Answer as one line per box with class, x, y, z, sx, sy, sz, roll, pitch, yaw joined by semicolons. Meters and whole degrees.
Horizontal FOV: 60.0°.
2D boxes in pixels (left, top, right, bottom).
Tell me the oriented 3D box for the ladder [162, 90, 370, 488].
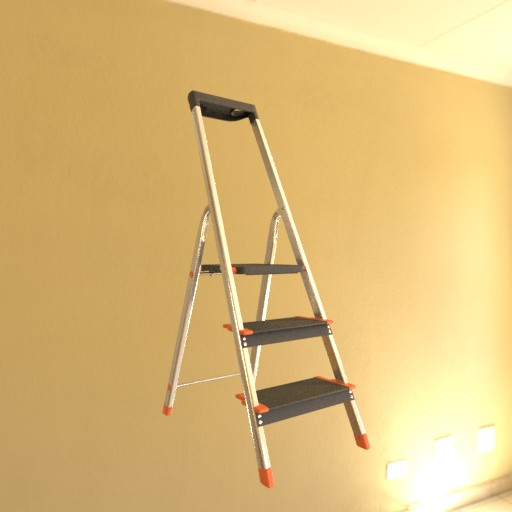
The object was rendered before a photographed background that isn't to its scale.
ladder;0.000;0.000;1.569;0.416;1.229;0.686;0;1;-36
